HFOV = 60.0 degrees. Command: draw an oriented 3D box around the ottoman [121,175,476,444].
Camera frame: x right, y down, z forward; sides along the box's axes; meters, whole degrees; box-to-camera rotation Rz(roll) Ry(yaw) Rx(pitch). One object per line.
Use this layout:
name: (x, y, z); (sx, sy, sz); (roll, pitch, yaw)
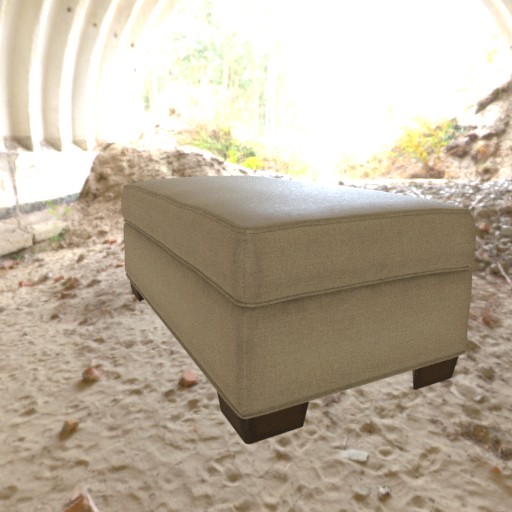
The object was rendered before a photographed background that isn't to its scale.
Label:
ottoman: (0.000, 0.000, 1.383); (0.617, 0.461, 1.097); (-7, 15, -26)
